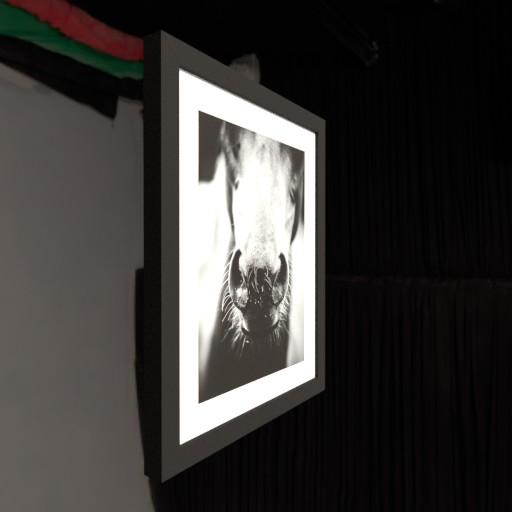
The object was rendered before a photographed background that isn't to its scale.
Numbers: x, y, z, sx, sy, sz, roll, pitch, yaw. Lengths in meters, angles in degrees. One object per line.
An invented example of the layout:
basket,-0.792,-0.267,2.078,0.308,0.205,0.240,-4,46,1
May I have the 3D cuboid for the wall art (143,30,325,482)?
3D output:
wall art,0.000,0.000,0.537,0.024,0.404,0.329,0,1,35
